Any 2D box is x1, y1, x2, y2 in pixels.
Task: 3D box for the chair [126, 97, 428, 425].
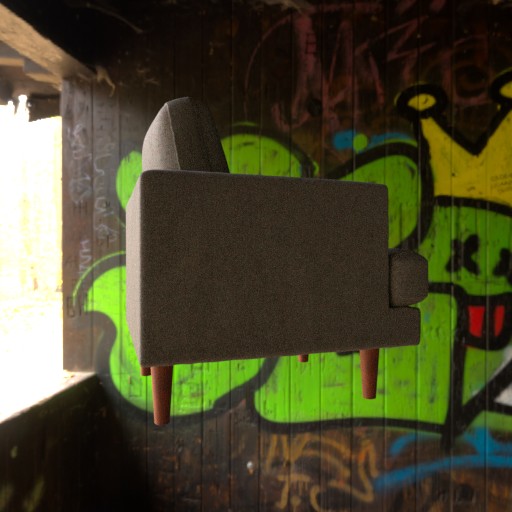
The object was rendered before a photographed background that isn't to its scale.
[{"bbox_3d":[0.000,0.000,1.652,0.899,0.957,0.858,0,0,-19],"label":"chair"}]
